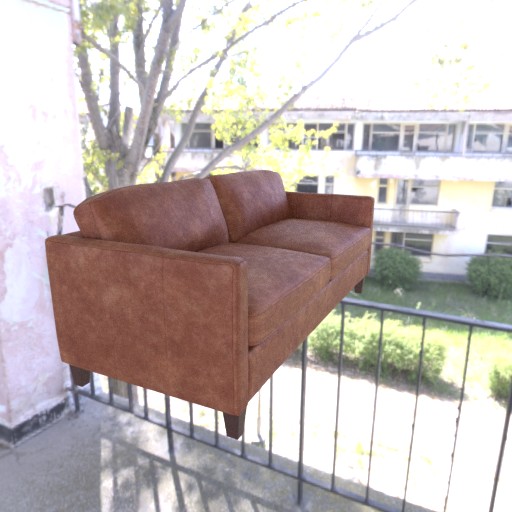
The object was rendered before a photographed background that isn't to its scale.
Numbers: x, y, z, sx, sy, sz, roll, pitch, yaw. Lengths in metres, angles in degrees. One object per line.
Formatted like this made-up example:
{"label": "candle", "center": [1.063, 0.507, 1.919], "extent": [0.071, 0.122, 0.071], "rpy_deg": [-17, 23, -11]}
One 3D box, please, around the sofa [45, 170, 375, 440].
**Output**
{"label": "sofa", "center": [0.000, 0.000, 2.465], "extent": [0.923, 0.863, 1.971], "rpy_deg": [7, 16, 26]}
